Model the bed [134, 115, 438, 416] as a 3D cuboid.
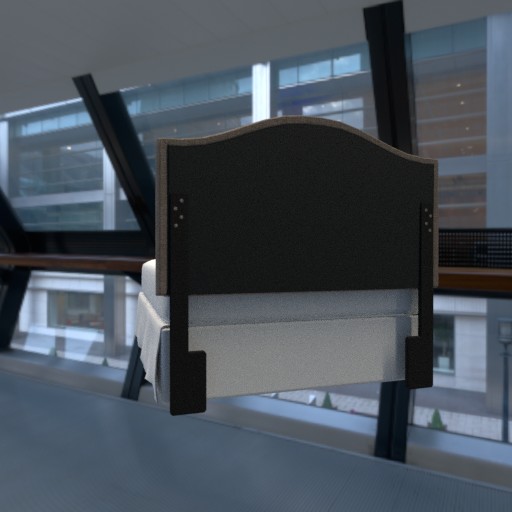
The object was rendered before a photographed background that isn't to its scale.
[{"bbox_3d":[0.000,0.000,3.378,1.713,1.518,2.153,0,0,-18],"label":"bed"}]
